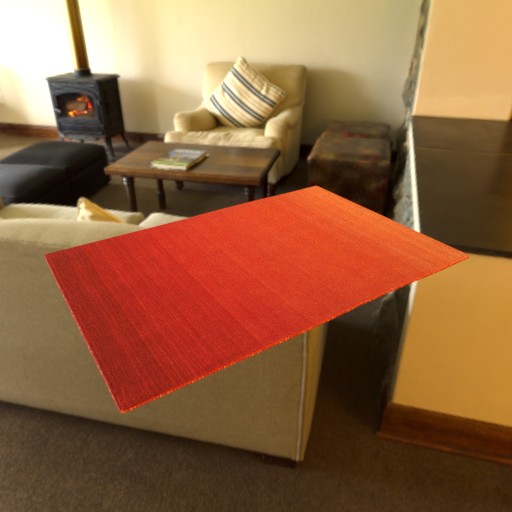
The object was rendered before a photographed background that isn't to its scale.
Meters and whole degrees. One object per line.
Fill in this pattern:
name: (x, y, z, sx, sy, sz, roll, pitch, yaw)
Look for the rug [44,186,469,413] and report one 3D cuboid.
rug: (0.000, 0.000, 2.290, 1.835, 0.018, 1.230, -18, 34, -29)
